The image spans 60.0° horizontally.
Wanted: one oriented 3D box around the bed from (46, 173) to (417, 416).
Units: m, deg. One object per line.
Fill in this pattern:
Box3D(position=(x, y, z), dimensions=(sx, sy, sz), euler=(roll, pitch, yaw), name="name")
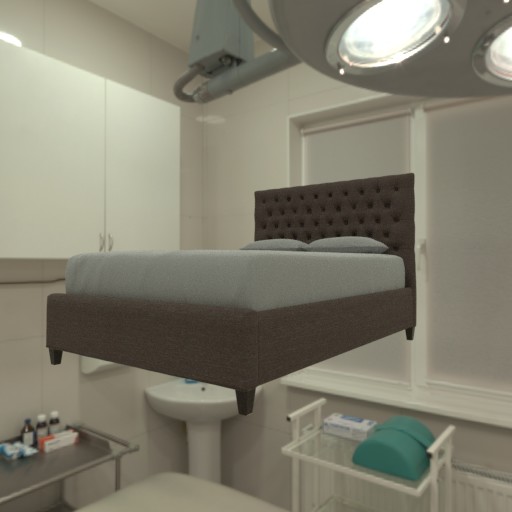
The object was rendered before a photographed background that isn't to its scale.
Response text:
Box3D(position=(0.000, 0.000, 3.359), dimensions=(1.698, 1.427, 2.387), euler=(0, -1, 37), name="bed")
